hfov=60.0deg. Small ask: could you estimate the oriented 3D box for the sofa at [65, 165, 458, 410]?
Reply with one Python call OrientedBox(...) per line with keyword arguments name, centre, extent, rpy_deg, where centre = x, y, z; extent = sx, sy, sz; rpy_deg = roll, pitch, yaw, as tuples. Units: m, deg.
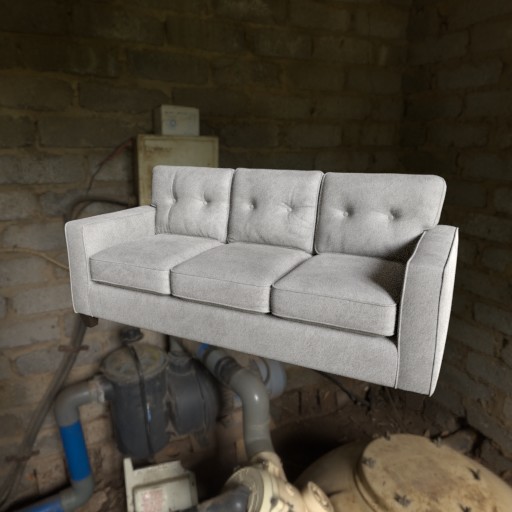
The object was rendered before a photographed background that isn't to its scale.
OrientedBox(name="sofa", centre=(0.000, 0.000, 2.606), extent=(2.133, 0.965, 0.939), rpy_deg=(7, 17, 25))
